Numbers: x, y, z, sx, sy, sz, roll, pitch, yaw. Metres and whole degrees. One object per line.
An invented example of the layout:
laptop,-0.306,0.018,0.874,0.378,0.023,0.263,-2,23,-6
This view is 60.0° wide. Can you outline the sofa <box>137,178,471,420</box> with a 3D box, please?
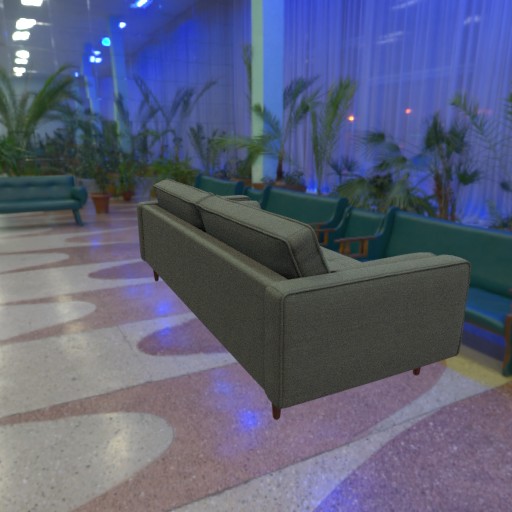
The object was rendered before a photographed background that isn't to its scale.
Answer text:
sofa,0.000,0.000,2.594,0.914,0.762,2.198,-8,17,-25
